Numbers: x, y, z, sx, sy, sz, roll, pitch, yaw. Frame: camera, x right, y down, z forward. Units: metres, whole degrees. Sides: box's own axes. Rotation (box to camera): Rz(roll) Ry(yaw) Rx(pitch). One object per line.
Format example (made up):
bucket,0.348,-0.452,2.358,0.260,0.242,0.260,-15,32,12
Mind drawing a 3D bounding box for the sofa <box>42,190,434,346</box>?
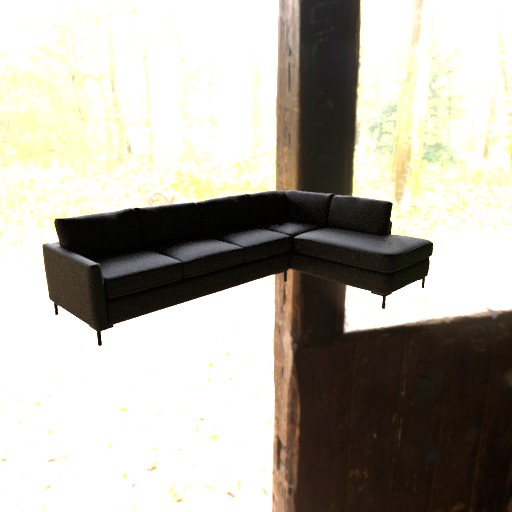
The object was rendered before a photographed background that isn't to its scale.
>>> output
sofa,0.000,0.000,3.957,2.972,0.858,1.984,-15,21,-43
